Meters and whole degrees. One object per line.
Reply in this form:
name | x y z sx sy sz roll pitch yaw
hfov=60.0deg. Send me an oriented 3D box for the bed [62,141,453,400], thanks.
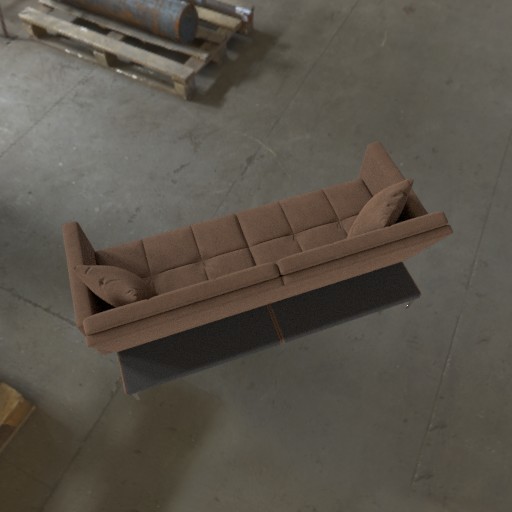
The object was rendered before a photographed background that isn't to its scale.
bed | 0.000 0.000 2.445 1.905 0.787 0.889 -17 60 -10
